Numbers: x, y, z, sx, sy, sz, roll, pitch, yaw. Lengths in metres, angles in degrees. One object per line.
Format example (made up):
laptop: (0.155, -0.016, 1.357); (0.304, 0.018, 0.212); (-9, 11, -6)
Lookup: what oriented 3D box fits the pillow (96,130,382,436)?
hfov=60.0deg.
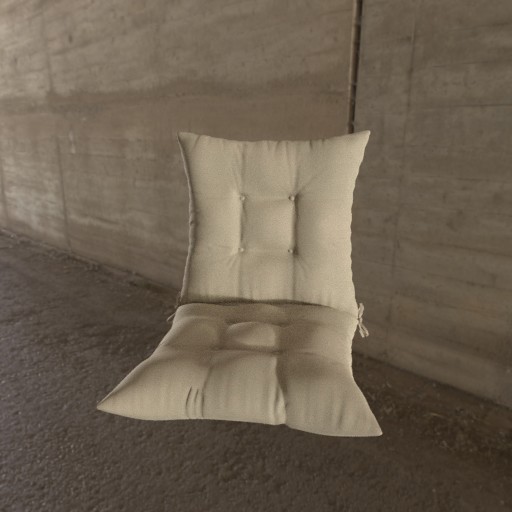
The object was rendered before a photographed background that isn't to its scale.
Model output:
pillow: (0.000, 0.000, 0.980); (0.541, 0.536, 0.585); (2, 16, 8)
